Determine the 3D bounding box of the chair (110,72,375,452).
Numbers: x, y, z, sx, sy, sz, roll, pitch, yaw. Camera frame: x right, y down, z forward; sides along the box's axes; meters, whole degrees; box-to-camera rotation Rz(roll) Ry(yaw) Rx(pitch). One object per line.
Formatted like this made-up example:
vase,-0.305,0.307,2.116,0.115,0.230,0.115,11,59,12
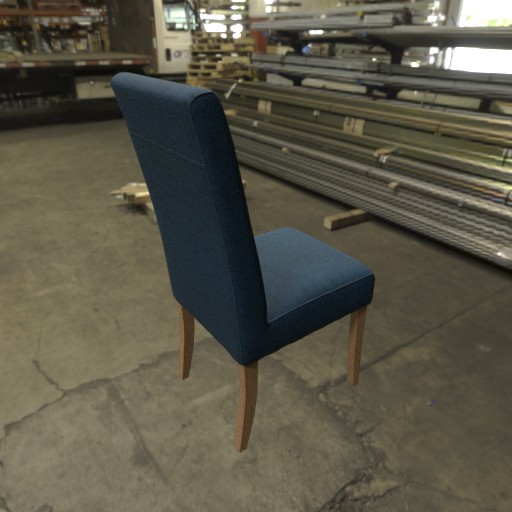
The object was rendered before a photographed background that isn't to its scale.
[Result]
chair,0.000,0.000,1.341,0.610,1.029,0.450,-18,32,-31
